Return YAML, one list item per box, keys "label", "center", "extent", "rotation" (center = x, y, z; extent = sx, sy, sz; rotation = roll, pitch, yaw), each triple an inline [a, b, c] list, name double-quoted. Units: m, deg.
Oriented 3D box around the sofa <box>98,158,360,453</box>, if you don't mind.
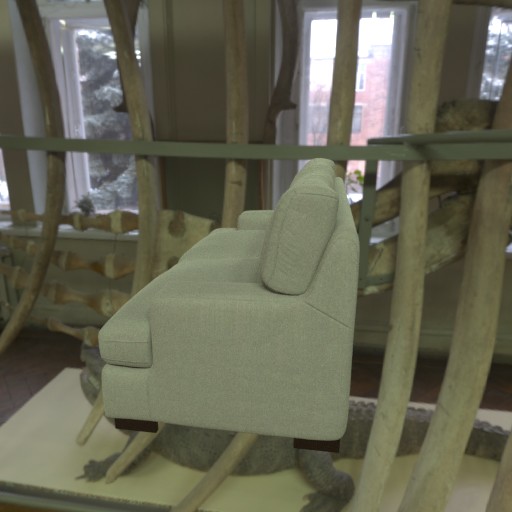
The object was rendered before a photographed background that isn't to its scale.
- label: "sofa"
  center: [0.000, 0.000, 2.419]
  extent: [0.962, 0.980, 1.855]
  rotation: [2, 16, 9]
